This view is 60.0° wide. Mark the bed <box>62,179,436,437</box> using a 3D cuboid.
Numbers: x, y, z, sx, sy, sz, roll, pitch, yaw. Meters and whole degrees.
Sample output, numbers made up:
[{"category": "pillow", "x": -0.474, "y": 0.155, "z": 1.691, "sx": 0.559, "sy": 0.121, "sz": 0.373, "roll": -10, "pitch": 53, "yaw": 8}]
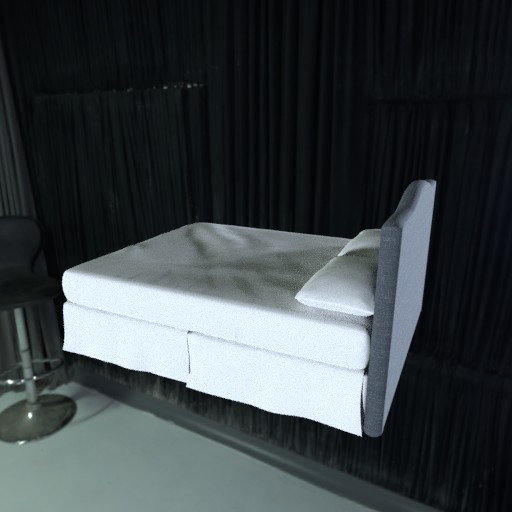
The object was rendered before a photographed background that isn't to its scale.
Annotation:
[{"category": "bed", "x": 0.000, "y": 0.000, "z": 3.927, "sx": 2.689, "sy": 1.457, "sz": 2.161, "roll": 8, "pitch": 19, "yaw": 25}]
